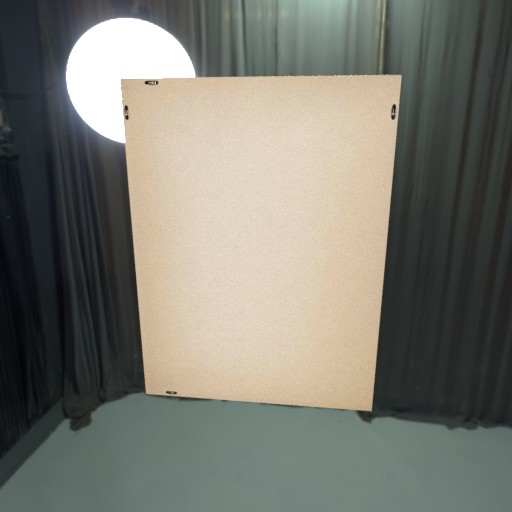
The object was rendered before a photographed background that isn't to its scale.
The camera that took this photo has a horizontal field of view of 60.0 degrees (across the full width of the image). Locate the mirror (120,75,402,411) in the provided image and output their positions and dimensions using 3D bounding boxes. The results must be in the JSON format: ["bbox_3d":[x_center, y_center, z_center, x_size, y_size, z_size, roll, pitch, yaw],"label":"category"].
[{"bbox_3d":[0.000,0.000,1.351,0.762,1.016,0.041,2,17,7],"label":"mirror"}]
